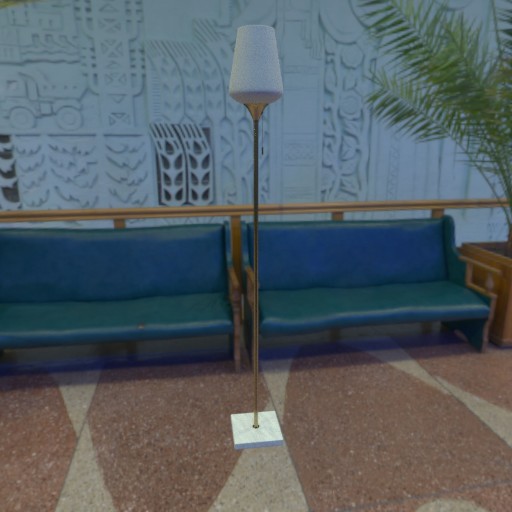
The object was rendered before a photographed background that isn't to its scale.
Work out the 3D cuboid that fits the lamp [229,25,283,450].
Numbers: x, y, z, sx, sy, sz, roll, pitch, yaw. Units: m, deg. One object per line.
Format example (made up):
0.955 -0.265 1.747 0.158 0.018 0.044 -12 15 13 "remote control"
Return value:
0.000 0.000 1.952 0.232 1.813 0.229 -2 16 -7 "lamp"
